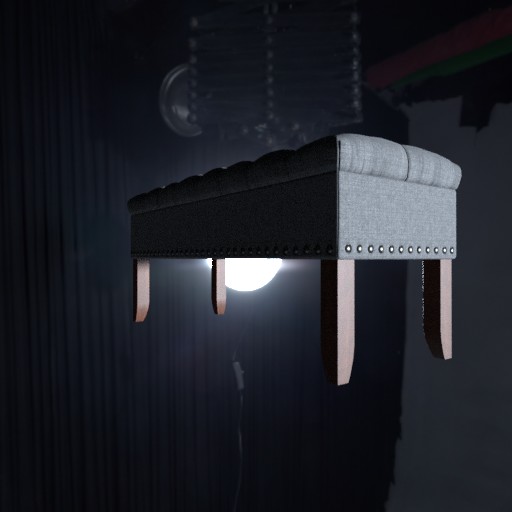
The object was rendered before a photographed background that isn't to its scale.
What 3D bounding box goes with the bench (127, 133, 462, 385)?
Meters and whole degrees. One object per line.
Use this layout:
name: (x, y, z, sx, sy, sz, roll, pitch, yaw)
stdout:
bench: (0.000, 0.000, 1.317, 0.417, 0.470, 1.052, 0, 0, -36)
